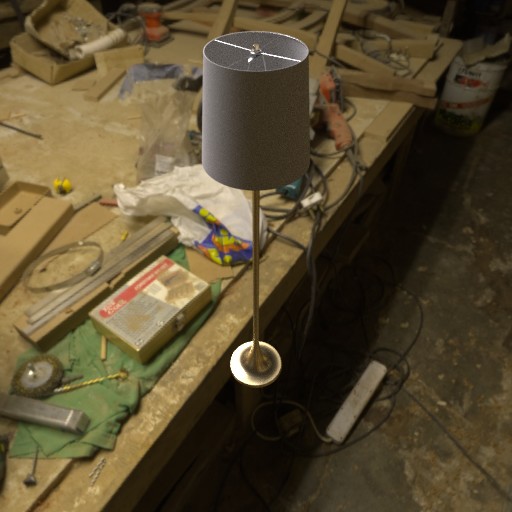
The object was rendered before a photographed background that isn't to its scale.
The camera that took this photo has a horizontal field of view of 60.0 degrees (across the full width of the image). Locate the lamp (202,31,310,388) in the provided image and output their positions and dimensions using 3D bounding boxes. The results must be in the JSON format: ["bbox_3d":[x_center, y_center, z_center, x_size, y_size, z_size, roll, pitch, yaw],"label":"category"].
[{"bbox_3d":[0.000,0.000,1.692,0.337,1.543,0.337,0,45,0],"label":"lamp"}]
